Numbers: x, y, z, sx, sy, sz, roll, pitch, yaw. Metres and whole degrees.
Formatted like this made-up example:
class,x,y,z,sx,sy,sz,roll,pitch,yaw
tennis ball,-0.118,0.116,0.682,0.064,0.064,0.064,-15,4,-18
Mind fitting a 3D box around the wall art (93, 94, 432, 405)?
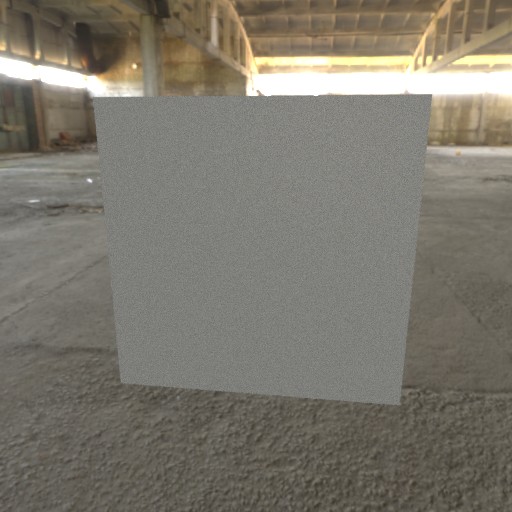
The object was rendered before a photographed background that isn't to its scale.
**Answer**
class,x,y,z,sx,sy,sz,roll,pitch,yaw
wall art,0.000,0.000,0.523,0.355,0.355,0.027,2,17,7
